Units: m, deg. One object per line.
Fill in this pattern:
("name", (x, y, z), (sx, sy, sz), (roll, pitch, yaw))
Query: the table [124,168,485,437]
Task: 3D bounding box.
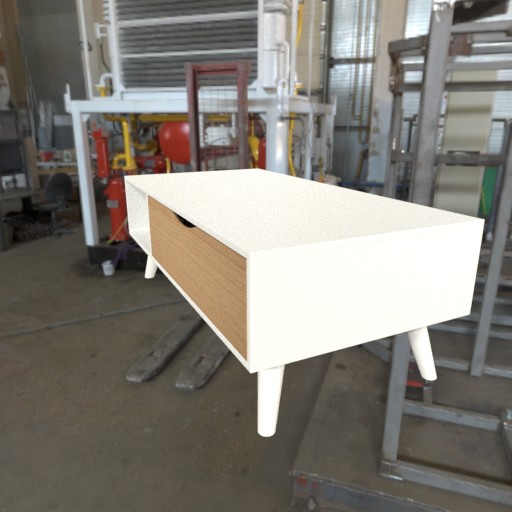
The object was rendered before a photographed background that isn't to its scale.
("table", (0.000, 0.000, 1.486), (0.609, 0.432, 1.194), (-8, 19, -25))
